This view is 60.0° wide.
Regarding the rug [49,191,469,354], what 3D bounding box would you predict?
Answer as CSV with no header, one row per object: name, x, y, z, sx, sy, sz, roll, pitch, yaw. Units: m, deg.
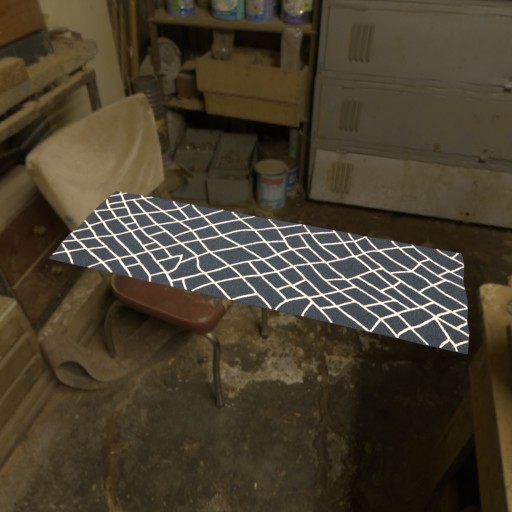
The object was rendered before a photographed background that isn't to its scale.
rug,0.000,0.000,2.759,2.476,0.010,0.807,11,42,13
